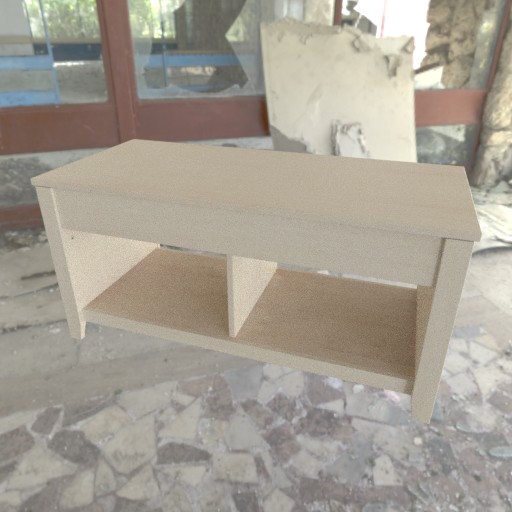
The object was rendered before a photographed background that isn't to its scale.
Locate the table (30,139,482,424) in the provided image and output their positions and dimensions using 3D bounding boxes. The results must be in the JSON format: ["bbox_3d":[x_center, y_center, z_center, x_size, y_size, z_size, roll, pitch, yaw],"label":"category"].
[{"bbox_3d":[0.000,0.000,1.245,1.016,0.483,0.457,9,29,17],"label":"table"}]
